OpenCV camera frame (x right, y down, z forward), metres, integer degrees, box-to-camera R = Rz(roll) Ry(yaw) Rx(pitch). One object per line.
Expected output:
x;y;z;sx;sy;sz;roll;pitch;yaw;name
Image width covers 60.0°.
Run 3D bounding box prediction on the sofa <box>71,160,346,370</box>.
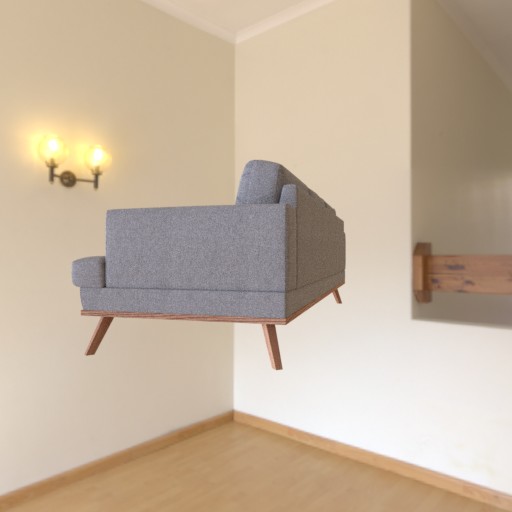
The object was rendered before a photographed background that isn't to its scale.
0.000;0.000;2.786;0.920;0.810;2.310;0;0;16;sofa
